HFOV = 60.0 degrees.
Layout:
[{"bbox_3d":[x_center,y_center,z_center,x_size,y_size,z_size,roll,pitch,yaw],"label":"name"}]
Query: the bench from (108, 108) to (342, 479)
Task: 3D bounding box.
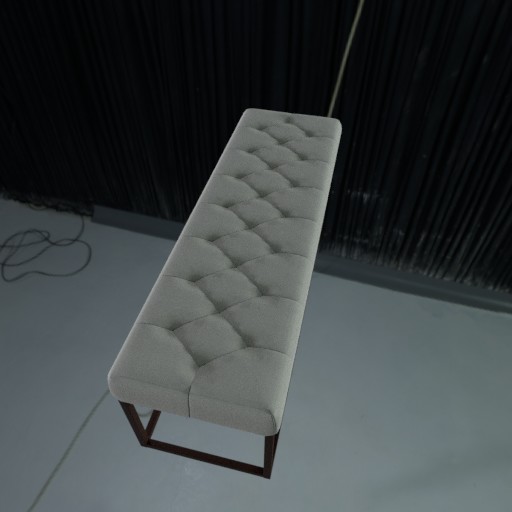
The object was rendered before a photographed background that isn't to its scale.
[{"bbox_3d":[0.000,0.000,1.775,0.479,0.488,1.488,10,47,9],"label":"bench"}]
